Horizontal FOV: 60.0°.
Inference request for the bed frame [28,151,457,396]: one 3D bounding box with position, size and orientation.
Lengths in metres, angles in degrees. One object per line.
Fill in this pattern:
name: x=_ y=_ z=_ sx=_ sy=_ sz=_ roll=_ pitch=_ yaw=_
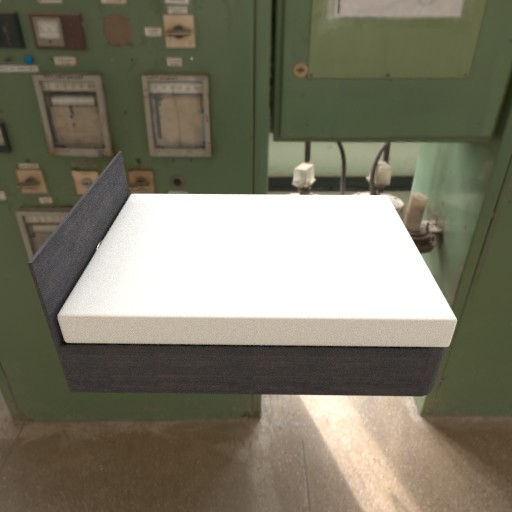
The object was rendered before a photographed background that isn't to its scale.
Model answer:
bed frame: x=0.000 y=0.000 z=2.655 sx=1.900 sy=0.800 sz=1.400 roll=0 pitch=32 yaw=1
